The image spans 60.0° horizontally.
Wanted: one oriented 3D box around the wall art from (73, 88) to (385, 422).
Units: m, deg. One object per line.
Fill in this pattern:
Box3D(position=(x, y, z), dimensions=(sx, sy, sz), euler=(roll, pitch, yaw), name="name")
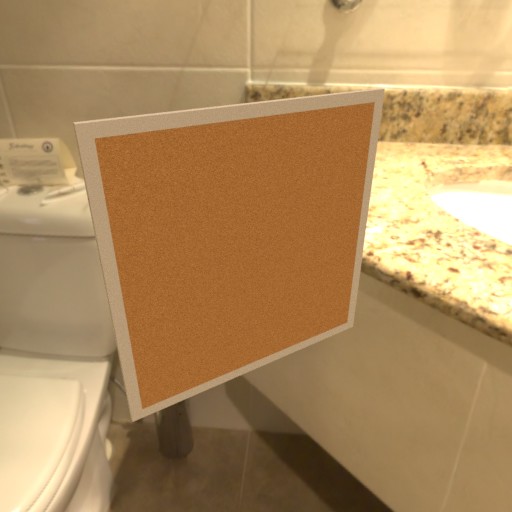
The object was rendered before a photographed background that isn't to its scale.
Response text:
Box3D(position=(0.000, 0.000, 0.688), dimensions=(0.456, 0.457, 0.009), euler=(-17, 33, -27), name="wall art")
